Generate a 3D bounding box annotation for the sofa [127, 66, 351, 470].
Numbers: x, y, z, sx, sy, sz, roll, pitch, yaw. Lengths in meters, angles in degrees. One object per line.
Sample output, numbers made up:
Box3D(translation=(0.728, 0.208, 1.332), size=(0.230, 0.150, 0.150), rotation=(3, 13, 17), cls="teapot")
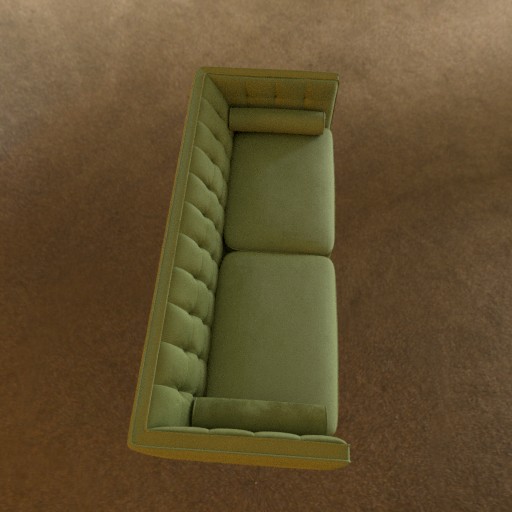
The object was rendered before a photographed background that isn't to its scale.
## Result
Box3D(translation=(0.000, 0.000, 2.444), size=(0.867, 0.789, 2.087), rotation=(3, 63, 2), cls="sofa")
